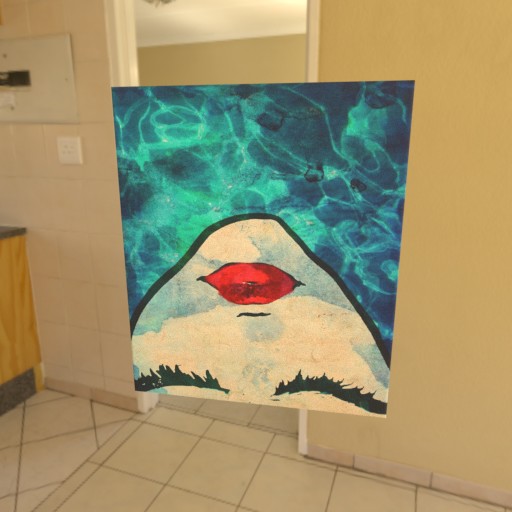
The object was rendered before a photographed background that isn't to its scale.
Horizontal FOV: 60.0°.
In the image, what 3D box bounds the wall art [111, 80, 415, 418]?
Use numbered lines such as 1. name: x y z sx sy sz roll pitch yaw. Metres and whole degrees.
1. wall art: 0.000 0.000 0.702 0.432 0.508 0.038 3 15 10
